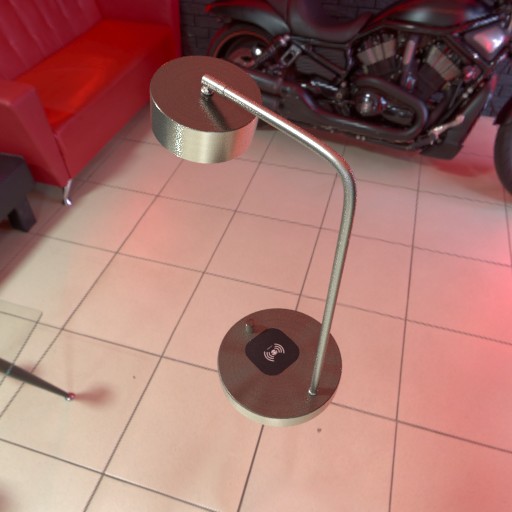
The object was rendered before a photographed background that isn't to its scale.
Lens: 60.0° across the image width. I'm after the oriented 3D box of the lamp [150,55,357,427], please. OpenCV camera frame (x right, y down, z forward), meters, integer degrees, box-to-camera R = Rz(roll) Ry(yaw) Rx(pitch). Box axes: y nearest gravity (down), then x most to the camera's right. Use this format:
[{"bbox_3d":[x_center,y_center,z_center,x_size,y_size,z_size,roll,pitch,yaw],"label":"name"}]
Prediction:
[{"bbox_3d":[0.000,0.000,0.636,0.211,0.469,0.334,-32,54,-27],"label":"lamp"}]
